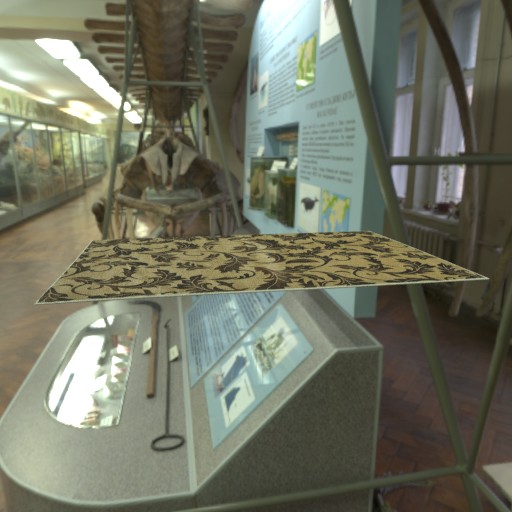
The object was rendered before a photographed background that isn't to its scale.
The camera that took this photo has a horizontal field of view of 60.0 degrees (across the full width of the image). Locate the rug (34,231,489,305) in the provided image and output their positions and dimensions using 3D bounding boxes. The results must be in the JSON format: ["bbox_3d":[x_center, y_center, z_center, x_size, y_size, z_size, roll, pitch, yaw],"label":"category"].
[{"bbox_3d":[0.000,0.000,2.893,2.284,0.008,1.522,-2,13,-10],"label":"rug"}]
